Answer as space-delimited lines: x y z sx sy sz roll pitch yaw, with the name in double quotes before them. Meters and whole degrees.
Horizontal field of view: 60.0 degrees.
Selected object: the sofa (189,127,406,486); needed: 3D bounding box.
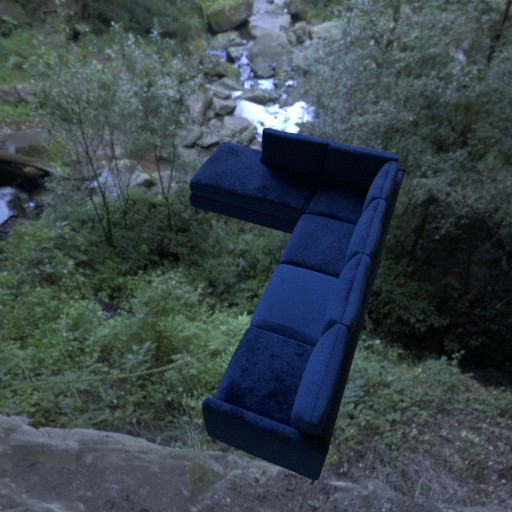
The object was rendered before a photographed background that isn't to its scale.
"sofa" 0.000 0.000 3.792 2.007 0.815 2.949 16 49 14
